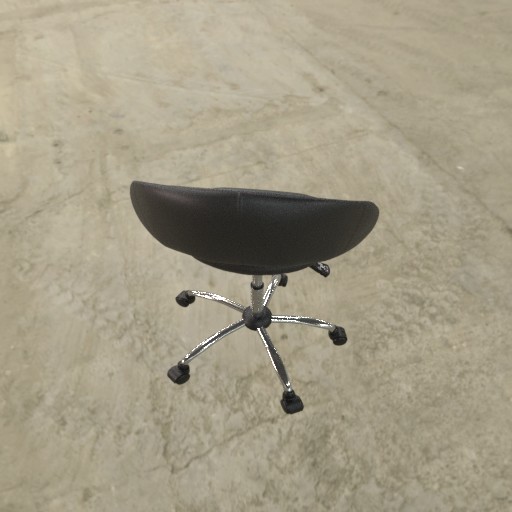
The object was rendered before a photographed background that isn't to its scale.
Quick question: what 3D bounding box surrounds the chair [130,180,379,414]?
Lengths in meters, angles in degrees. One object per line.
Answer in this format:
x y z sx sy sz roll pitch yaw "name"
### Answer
0.000 0.000 1.228 0.612 0.791 0.538 5 46 5 "chair"
